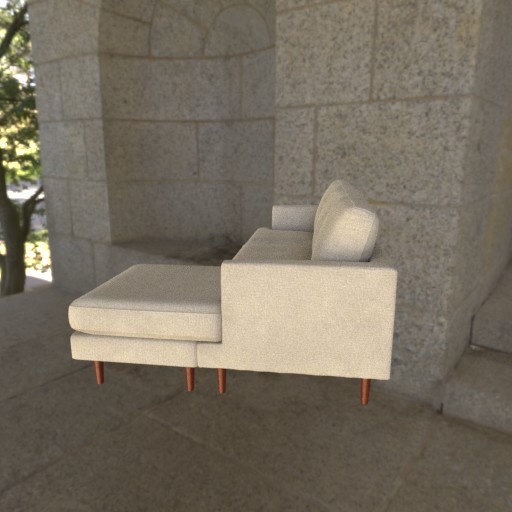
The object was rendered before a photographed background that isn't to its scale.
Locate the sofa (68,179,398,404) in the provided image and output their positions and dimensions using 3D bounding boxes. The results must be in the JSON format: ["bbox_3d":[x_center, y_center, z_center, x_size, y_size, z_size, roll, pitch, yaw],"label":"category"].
[{"bbox_3d":[0.000,0.000,3.047,1.504,0.956,2.233,2,13,8],"label":"sofa"}]
